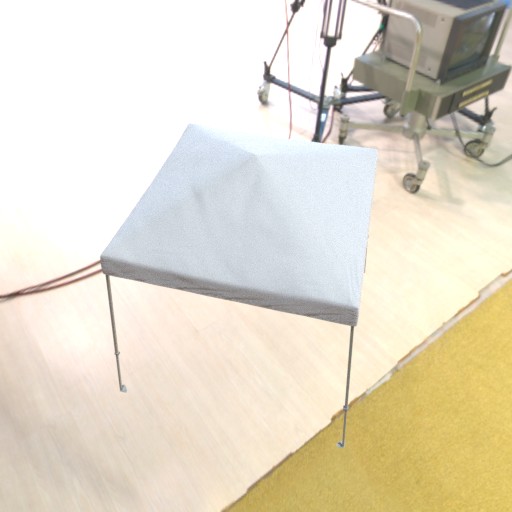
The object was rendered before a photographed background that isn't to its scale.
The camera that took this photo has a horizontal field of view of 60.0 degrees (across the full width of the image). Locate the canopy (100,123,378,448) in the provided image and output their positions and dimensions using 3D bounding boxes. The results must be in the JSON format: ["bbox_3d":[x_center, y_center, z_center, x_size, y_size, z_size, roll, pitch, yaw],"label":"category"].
[{"bbox_3d":[0.000,0.000,5.277,2.849,2.850,2.850,11,49,10],"label":"canopy"}]
